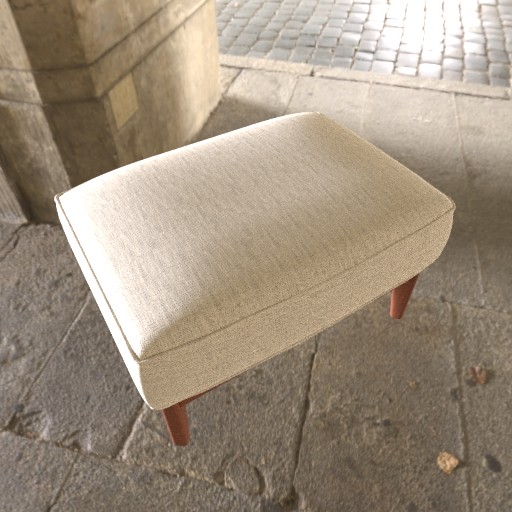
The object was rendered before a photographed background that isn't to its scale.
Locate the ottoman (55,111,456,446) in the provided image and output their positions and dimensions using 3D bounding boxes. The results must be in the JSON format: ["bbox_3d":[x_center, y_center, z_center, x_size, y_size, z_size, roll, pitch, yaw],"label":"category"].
[{"bbox_3d":[0.000,0.000,1.140,0.794,0.465,0.594,-24,51,-21],"label":"ottoman"}]
